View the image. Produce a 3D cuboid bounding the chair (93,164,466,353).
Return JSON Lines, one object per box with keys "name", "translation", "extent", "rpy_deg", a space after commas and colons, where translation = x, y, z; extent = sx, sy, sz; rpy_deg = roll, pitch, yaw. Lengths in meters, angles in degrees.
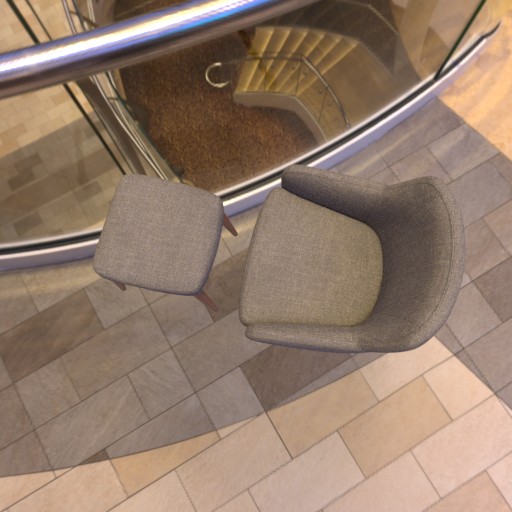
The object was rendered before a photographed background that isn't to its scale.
{"name": "chair", "translation": [0.000, 0.000, 1.542], "extent": [1.107, 0.799, 0.584], "rpy_deg": [13, 76, 3]}
